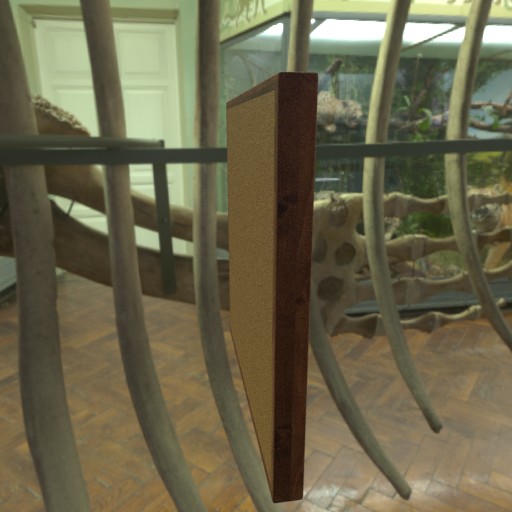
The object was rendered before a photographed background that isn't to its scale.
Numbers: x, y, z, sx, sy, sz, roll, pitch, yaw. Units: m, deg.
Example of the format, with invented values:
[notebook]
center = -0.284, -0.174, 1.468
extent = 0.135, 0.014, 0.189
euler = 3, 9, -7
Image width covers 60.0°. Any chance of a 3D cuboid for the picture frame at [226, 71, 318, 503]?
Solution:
[picture frame]
center = 0.000, 0.000, 0.512
extent = 0.028, 0.356, 0.352
euler = -3, 16, -9
